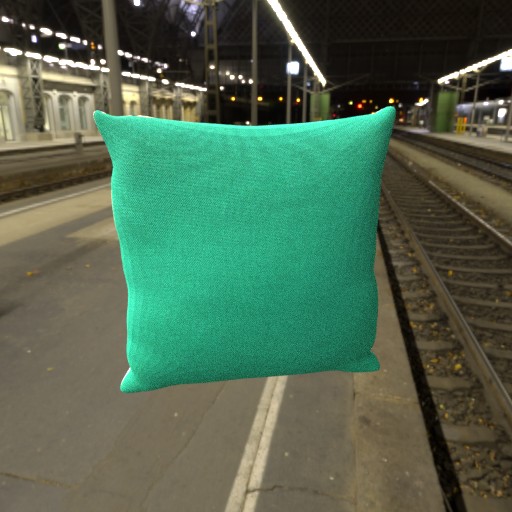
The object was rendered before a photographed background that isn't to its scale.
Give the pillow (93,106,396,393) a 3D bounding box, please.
[{"bbox_3d":[0.000,0.000,0.686,0.440,0.441,0.182,-3,18,-10],"label":"pillow"}]
